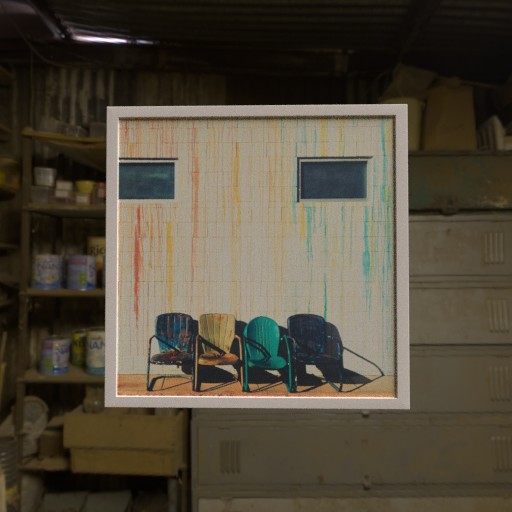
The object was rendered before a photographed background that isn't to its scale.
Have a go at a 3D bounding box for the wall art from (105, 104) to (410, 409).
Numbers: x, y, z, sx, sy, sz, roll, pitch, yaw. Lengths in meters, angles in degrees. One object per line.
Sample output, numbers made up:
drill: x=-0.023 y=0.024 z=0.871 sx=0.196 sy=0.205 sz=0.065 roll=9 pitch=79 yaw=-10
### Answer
wall art: x=0.000 y=0.000 z=1.130 sx=0.760 sy=0.760 sz=0.036 roll=0 pitch=-1 yaw=1
